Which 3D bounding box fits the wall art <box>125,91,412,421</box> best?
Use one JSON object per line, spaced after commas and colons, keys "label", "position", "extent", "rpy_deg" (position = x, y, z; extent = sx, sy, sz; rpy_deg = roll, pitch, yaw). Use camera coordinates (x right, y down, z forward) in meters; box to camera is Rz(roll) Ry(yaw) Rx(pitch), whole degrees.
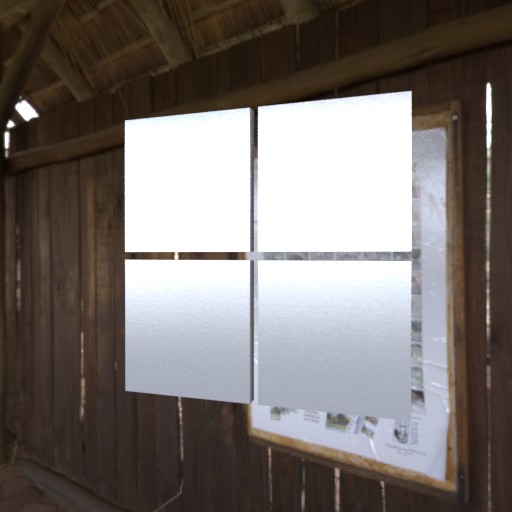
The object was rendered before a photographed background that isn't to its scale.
{"label": "wall art", "position": [0.000, 0.000, 0.925], "extent": [0.611, 0.611, 0.029], "rpy_deg": [0, 0, 17]}
